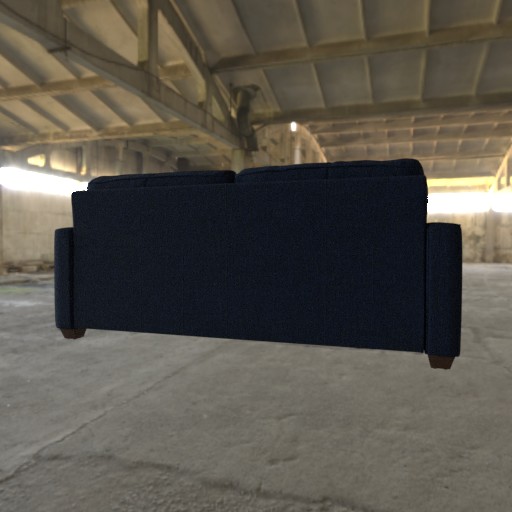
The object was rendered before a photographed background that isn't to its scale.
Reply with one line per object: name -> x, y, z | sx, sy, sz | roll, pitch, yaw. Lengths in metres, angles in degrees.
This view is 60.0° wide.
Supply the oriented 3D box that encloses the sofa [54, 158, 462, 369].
sofa -> 0.000, 0.000, 2.537 | 2.080, 0.919, 0.940 | 1, 2, 18
